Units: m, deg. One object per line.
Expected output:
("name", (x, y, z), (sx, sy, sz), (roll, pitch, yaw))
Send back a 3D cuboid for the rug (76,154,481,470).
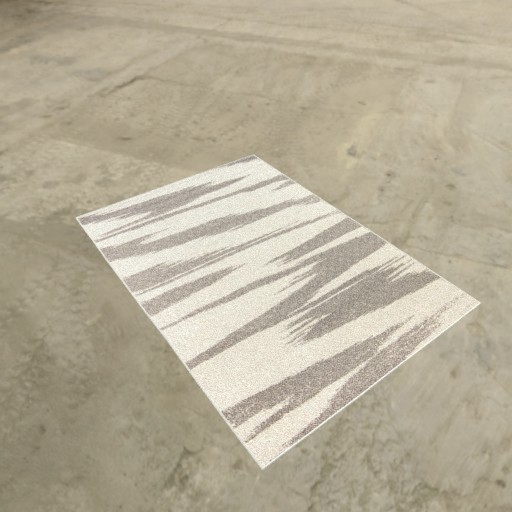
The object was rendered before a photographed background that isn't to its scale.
("rug", (0.000, 0.000, 2.760), (1.533, 0.010, 2.142), (-26, 47, -27))
